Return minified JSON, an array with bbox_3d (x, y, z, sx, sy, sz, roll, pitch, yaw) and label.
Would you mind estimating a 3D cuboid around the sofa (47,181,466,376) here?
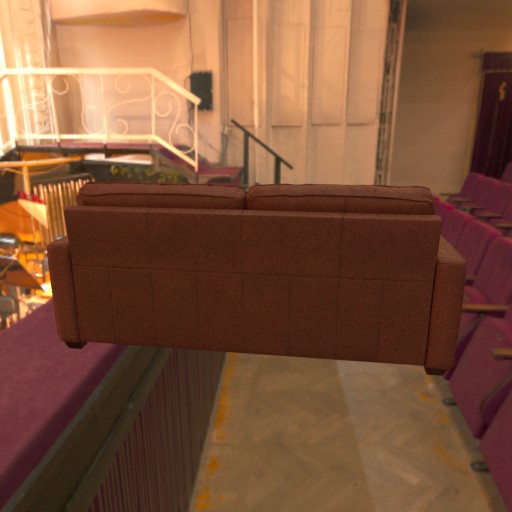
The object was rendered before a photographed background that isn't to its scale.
[{"bbox_3d":[0.000,0.000,2.577,2.080,0.919,0.940,2,17,8],"label":"sofa"}]
